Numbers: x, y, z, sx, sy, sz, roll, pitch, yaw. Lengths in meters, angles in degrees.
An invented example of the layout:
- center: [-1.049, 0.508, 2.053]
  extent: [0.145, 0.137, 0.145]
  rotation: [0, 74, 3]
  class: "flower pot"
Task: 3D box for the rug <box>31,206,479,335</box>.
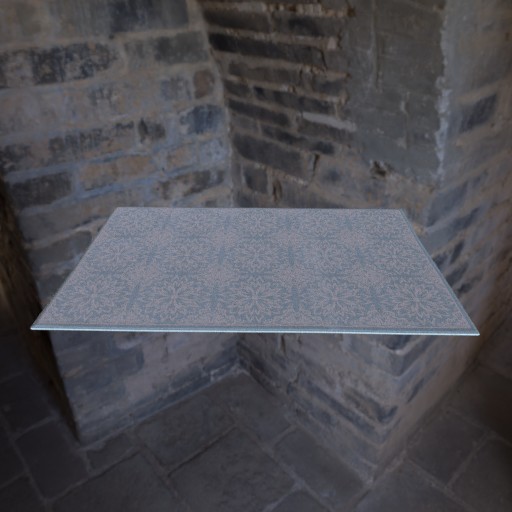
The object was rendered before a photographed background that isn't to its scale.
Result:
- center: [0.000, 0.000, 3.485]
  extent: [2.746, 0.018, 1.819]
  rotation: [1, 31, 1]
  class: "rug"
